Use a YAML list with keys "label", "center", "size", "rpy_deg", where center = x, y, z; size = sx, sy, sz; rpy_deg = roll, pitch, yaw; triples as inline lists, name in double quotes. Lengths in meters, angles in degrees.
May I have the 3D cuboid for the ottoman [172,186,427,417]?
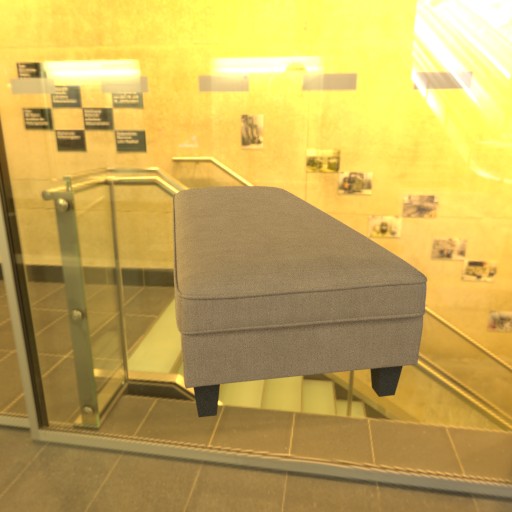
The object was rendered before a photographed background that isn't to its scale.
- label: "ottoman"
  center: [0.000, 0.000, 2.051]
  size: [0.751, 0.470, 1.764]
  rpy_deg: [-3, 17, -10]
